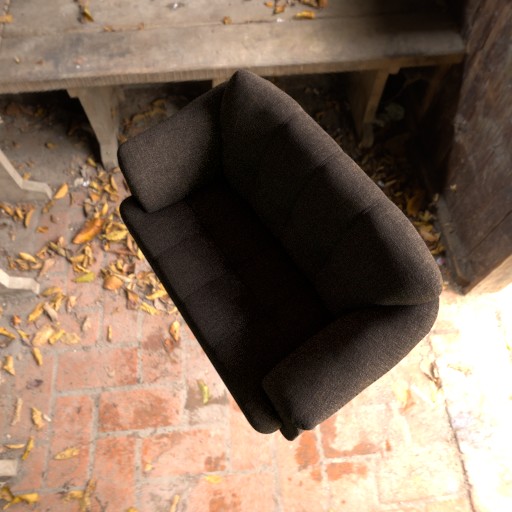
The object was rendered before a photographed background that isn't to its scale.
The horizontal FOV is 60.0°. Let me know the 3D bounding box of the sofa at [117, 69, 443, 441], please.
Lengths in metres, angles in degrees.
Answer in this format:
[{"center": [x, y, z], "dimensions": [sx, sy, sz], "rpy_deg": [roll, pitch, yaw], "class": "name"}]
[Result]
[{"center": [0.000, 0.000, 1.929], "dimensions": [0.799, 0.895, 1.404], "rpy_deg": [-31, 68, -14], "class": "sofa"}]
